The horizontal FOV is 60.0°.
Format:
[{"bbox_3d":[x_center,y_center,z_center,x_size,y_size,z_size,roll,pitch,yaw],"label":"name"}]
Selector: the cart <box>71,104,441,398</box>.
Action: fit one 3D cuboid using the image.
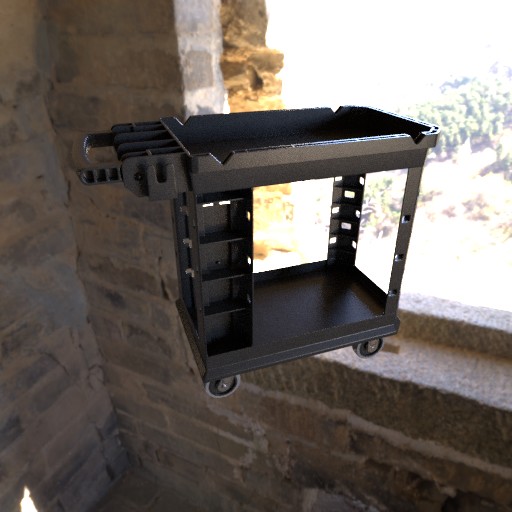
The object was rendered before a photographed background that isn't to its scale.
[{"bbox_3d":[0.000,0.000,1.551,1.061,0.884,0.497,-10,30,-17],"label":"cart"}]
